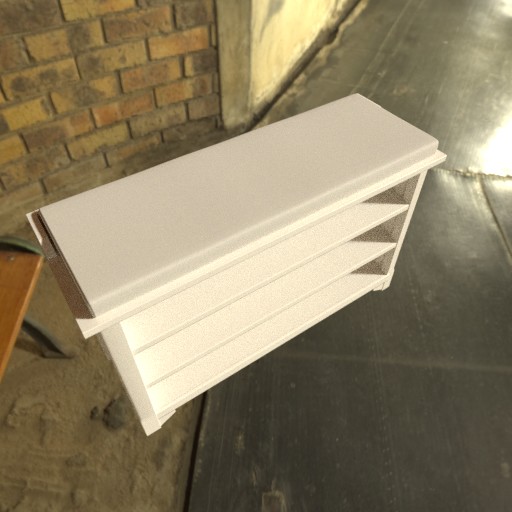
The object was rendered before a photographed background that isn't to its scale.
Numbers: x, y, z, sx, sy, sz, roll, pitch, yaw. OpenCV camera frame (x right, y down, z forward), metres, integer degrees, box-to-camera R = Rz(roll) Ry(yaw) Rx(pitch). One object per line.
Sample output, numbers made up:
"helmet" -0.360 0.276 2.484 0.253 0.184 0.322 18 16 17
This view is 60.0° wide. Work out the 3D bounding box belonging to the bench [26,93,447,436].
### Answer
"bench" 0.000 0.000 1.259 0.987 0.589 0.346 -26 52 -23
